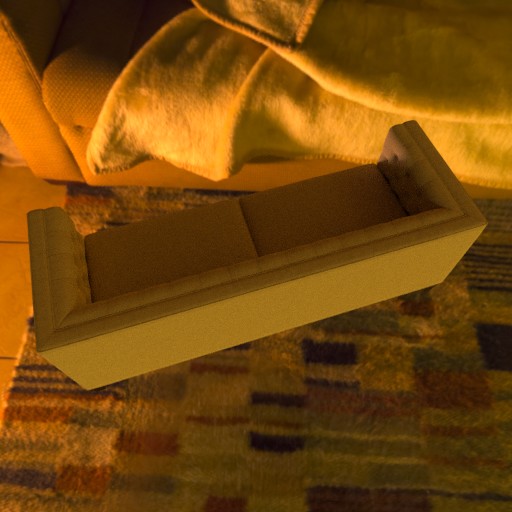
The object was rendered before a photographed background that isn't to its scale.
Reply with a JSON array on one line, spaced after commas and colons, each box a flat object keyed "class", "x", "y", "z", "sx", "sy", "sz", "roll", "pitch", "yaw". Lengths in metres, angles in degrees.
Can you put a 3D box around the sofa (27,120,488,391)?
[{"class": "sofa", "x": 0.000, "y": 0.000, "z": 2.511, "sx": 2.159, "sy": 0.762, "sz": 0.775, "roll": -15, "pitch": 61, "yaw": -9}]
